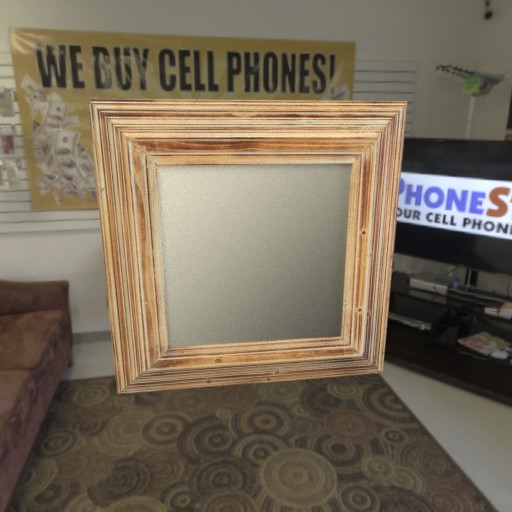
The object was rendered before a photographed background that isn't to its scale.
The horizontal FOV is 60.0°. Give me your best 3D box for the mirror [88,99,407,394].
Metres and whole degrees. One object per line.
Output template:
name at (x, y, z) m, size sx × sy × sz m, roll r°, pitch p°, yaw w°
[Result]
mirror at (0.000, 0.000, 1.210) m, size 0.804 × 0.804 × 0.061 m, roll -2°, pitch 17°, yaw -8°
